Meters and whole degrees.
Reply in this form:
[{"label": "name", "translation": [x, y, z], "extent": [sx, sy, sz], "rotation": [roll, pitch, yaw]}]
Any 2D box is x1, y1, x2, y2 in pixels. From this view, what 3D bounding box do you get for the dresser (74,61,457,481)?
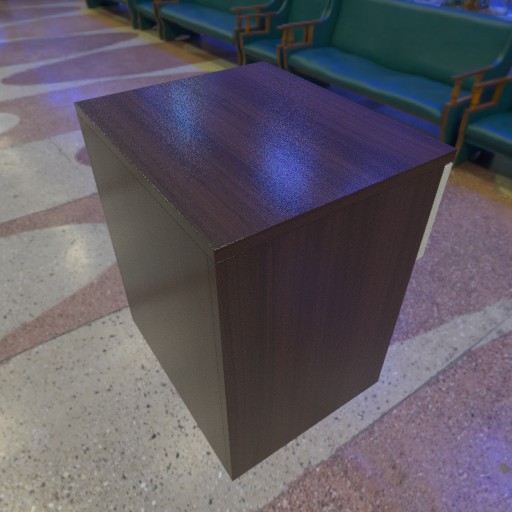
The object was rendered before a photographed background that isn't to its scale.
[{"label": "dresser", "translation": [0.000, 0.000, 0.739], "extent": [0.360, 0.470, 0.400], "rotation": [-24, 46, -25]}]
